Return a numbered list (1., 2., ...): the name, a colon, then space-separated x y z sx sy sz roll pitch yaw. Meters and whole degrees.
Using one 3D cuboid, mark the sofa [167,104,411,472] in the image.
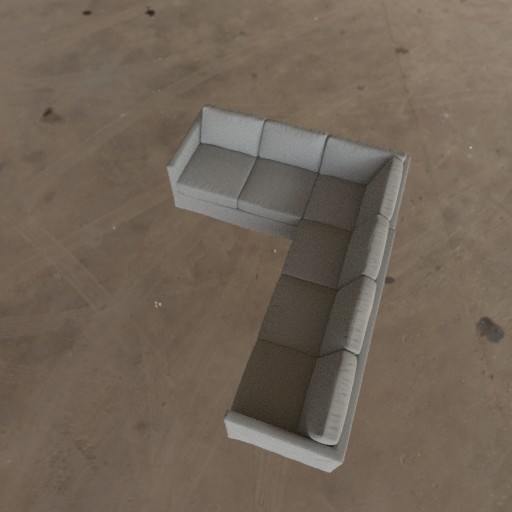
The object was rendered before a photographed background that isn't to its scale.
1. sofa: 0.000 0.000 4.359 2.432 0.871 3.182 17 60 10
